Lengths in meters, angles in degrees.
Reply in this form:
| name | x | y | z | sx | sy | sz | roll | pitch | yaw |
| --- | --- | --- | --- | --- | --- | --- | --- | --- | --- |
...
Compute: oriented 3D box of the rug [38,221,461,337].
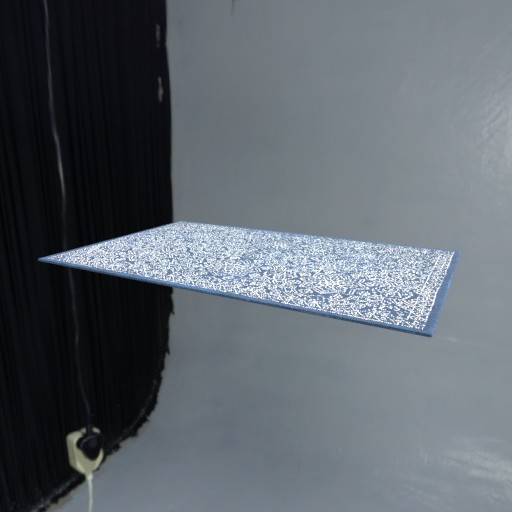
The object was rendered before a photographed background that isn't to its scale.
| name | x | y | z | sx | sy | sz | roll | pitch | yaw |
| --- | --- | --- | --- | --- | --- | --- | --- | --- | --- |
| rug | 0.000 | 0.000 | 3.005 | 2.441 | 0.015 | 1.526 | 8 | 17 | 27 |
